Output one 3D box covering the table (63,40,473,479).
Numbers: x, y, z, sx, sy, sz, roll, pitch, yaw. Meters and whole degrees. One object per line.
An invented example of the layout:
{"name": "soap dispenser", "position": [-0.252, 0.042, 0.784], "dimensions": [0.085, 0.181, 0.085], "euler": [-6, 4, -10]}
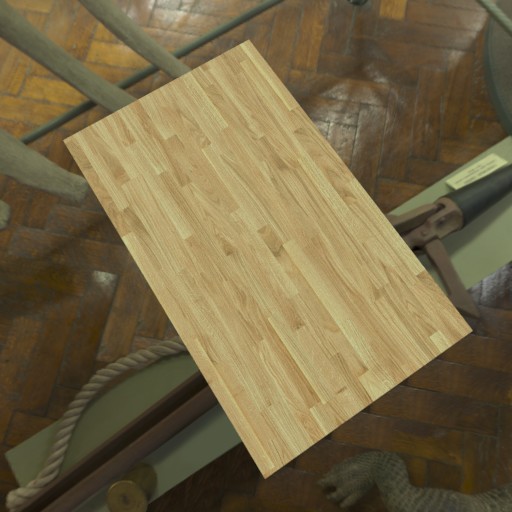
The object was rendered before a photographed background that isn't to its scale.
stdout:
{"name": "table", "position": [0.000, 0.000, 2.076], "dimensions": [0.900, 0.770, 1.500], "euler": [-32, 77, -8]}
